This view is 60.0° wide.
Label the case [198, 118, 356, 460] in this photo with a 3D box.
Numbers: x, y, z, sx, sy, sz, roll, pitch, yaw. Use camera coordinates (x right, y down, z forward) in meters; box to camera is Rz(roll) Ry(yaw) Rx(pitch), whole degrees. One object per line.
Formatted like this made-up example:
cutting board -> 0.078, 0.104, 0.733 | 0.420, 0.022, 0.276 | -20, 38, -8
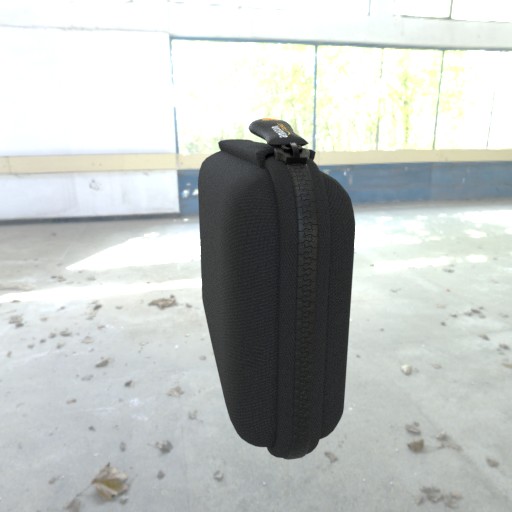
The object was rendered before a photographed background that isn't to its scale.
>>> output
case -> 0.000, 0.000, 0.177 | 0.038, 0.105, 0.132 | -3, 17, -11
